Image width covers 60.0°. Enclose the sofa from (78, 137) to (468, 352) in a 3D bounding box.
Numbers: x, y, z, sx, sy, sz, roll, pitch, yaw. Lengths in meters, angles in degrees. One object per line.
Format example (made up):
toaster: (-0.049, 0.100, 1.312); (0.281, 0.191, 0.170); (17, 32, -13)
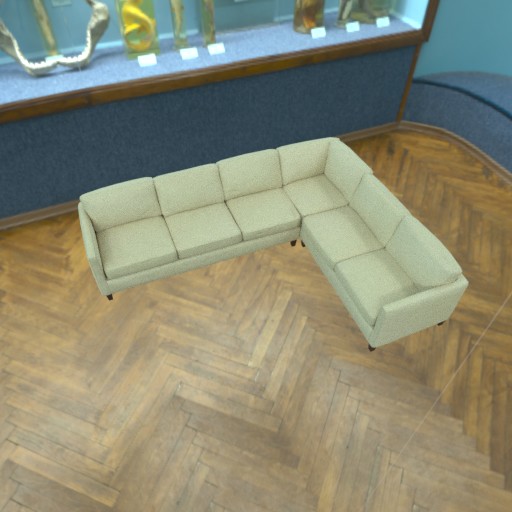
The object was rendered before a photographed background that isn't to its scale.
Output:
sofa: (0.000, 0.000, 4.681); (3.302, 0.947, 2.593); (-16, 50, -14)
